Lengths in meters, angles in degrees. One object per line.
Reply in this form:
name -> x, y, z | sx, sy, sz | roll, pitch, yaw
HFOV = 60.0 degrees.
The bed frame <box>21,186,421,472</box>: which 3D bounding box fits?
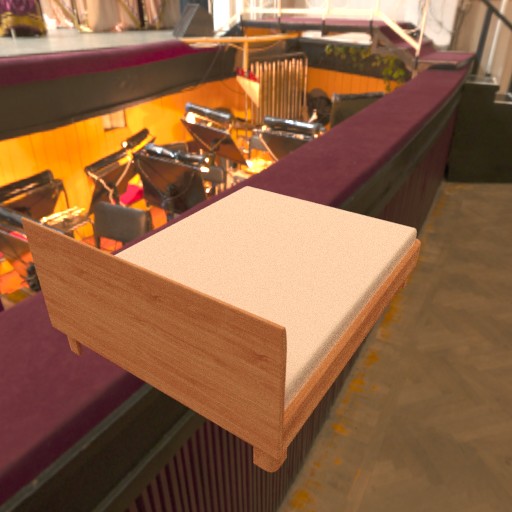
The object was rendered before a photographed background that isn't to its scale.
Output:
bed frame -> 0.000, 0.000, 2.979 | 1.660, 0.940, 2.092 | 19, 35, 29
